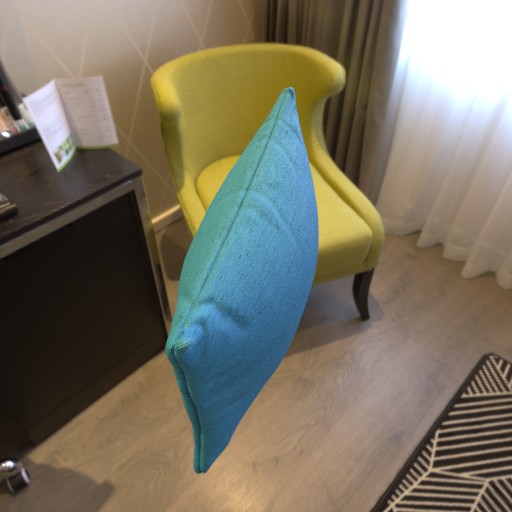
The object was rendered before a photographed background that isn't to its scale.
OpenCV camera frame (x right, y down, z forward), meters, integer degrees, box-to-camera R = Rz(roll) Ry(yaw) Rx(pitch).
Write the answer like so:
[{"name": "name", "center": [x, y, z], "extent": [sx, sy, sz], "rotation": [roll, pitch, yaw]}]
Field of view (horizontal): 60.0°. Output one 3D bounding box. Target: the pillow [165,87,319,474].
[{"name": "pillow", "center": [0.000, 0.000, 0.773], "extent": [0.210, 0.338, 0.633], "rotation": [10, 45, 10]}]
